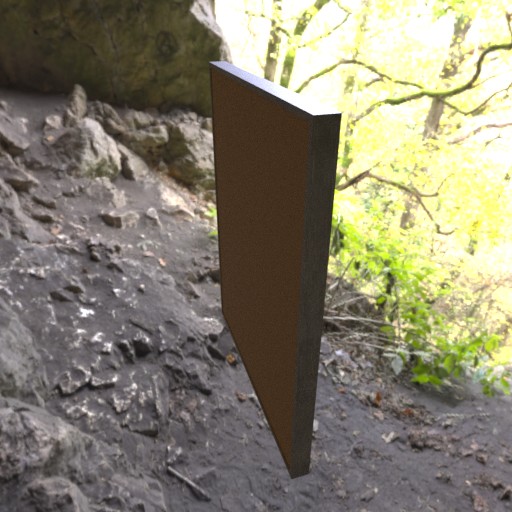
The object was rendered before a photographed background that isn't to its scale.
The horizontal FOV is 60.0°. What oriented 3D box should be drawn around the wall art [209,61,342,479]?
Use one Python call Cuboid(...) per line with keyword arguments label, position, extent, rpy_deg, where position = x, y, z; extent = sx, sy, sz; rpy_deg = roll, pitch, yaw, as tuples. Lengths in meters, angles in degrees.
Cuboid(label="wall art", position=(0.000, 0.000, 0.698), extent=(0.032, 0.521, 0.421), rpy_deg=(-9, 31, -16))
